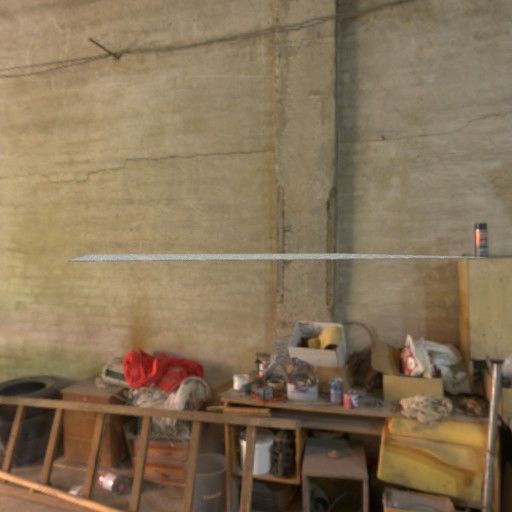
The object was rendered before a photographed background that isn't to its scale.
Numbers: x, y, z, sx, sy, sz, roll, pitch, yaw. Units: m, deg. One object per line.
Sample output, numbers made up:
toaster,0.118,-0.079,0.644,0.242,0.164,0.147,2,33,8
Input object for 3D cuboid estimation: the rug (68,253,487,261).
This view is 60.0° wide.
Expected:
rug,0.000,0.000,3.953,2.892,0.006,2.283,0,1,-18
